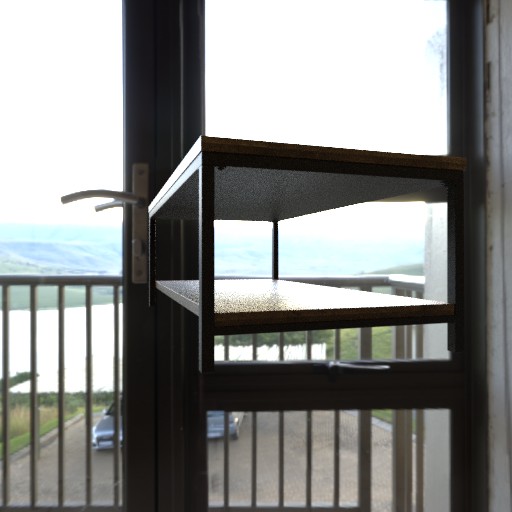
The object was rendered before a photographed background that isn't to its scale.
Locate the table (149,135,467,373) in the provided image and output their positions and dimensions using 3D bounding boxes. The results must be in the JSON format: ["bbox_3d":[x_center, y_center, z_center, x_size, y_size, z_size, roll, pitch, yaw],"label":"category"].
[{"bbox_3d":[0.000,0.000,1.347,0.551,0.399,1.100,0,0,-18],"label":"table"}]
